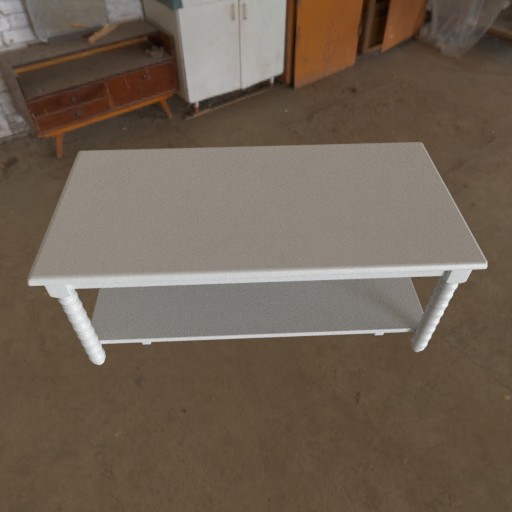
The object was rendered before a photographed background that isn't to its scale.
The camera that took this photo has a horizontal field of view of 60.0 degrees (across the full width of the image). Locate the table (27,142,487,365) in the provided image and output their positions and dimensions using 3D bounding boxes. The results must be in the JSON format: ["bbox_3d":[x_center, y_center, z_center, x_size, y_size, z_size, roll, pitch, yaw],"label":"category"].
[{"bbox_3d":[0.000,0.000,1.486,1.171,0.487,0.580,-2,47,-2],"label":"table"}]
